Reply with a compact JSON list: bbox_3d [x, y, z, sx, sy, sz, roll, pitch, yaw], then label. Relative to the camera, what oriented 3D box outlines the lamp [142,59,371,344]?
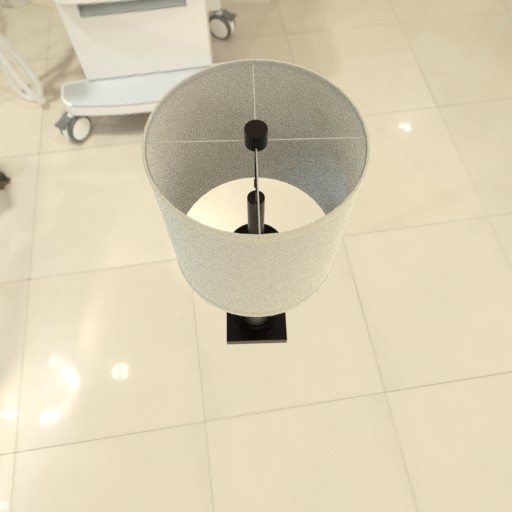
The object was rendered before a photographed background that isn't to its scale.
[{"bbox_3d":[0.000,0.000,0.625,0.211,0.509,0.211,-2,63,-1],"label":"lamp"}]
